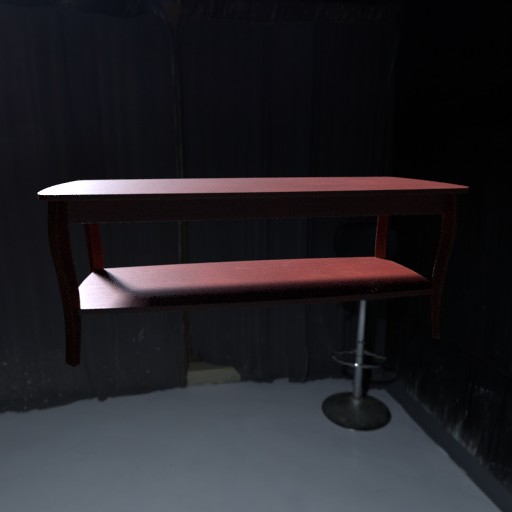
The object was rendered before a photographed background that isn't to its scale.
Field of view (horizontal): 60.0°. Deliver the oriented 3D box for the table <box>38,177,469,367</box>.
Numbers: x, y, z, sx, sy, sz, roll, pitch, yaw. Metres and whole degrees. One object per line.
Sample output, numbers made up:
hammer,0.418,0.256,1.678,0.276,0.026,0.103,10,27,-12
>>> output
table,0.000,0.000,1.465,1.216,0.473,0.561,-2,14,-10
